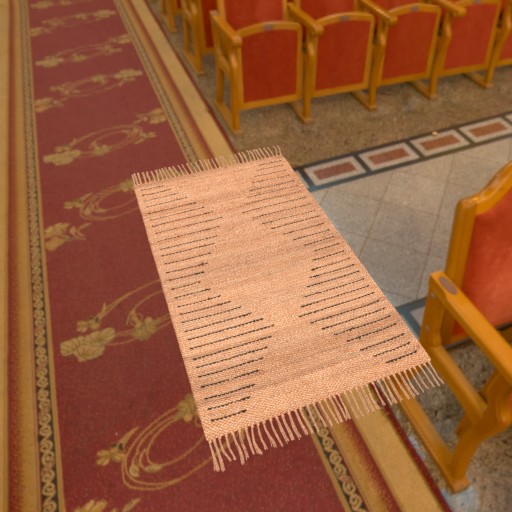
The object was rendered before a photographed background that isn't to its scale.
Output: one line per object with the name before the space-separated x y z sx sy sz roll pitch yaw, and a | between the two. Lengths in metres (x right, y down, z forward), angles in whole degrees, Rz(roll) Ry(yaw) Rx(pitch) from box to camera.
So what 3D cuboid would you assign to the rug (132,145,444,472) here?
rug | 0.000 0.000 2.070 0.905 0.017 1.718 -15 48 -14
